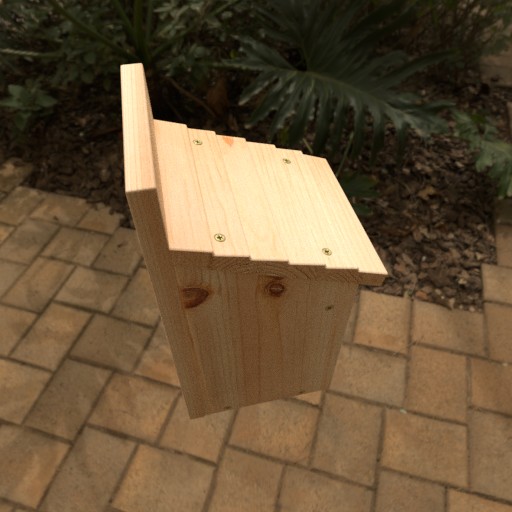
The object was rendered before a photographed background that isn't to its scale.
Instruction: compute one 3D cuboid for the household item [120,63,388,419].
[{"bbox_3d":[0.000,0.000,0.399,0.171,0.300,0.149,-9,49,-8],"label":"household item"}]
